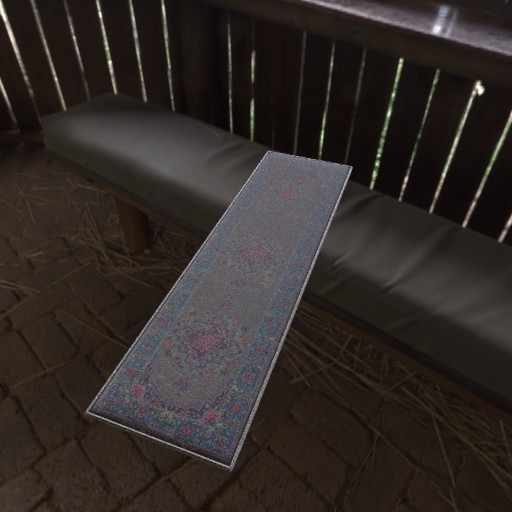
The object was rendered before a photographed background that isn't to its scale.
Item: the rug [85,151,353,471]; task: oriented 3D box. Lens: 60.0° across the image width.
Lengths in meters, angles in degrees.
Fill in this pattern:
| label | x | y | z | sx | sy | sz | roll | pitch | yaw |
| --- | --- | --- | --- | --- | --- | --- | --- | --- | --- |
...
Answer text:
| label | x | y | z | sx | sy | sz | roll | pitch | yaw |
| --- | --- | --- | --- | --- | --- | --- | --- | --- | --- |
| rug | 0.000 | 0.000 | 2.531 | 0.659 | 0.019 | 2.297 | 14 | 44 | 15 |
